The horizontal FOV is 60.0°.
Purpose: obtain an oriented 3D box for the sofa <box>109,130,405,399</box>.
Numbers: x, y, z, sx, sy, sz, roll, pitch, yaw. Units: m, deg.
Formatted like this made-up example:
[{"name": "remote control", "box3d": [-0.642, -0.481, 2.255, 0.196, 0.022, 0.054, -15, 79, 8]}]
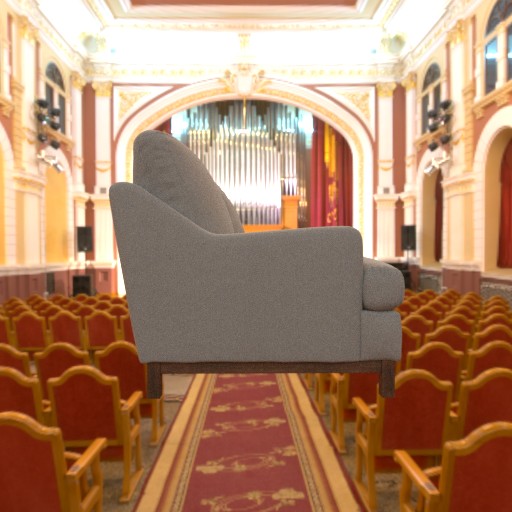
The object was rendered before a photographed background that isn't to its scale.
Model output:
[{"name": "sofa", "box3d": [0.000, 0.000, 2.216, 0.987, 0.921, 1.589, 0, 1, -1]}]
